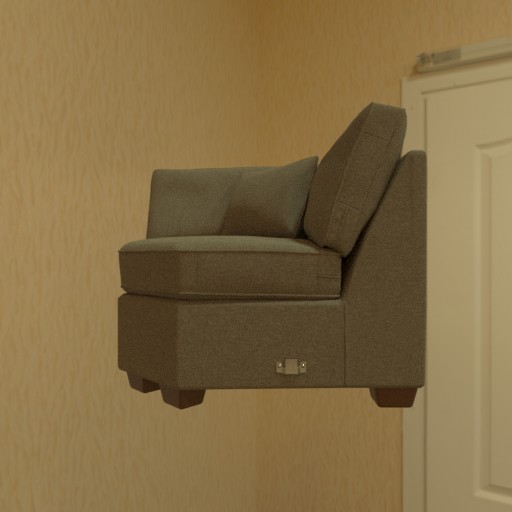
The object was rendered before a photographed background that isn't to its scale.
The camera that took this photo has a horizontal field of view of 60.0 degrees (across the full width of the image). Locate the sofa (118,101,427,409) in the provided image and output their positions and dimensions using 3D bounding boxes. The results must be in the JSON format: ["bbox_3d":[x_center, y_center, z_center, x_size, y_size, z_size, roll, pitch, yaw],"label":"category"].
[{"bbox_3d":[0.000,0.000,1.836,1.050,0.951,1.042,0,0,1],"label":"sofa"}]
